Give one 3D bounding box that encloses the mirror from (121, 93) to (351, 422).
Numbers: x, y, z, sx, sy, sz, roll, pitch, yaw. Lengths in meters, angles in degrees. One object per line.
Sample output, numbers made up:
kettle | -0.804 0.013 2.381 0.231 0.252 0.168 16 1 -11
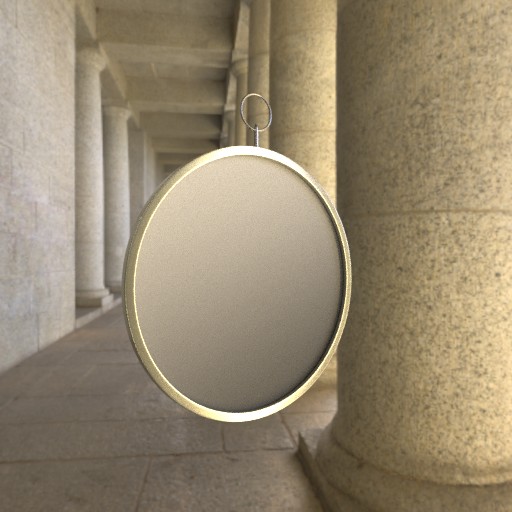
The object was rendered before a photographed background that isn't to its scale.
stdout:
mirror | 0.000 0.000 0.975 0.594 0.713 0.020 0 1 -36
